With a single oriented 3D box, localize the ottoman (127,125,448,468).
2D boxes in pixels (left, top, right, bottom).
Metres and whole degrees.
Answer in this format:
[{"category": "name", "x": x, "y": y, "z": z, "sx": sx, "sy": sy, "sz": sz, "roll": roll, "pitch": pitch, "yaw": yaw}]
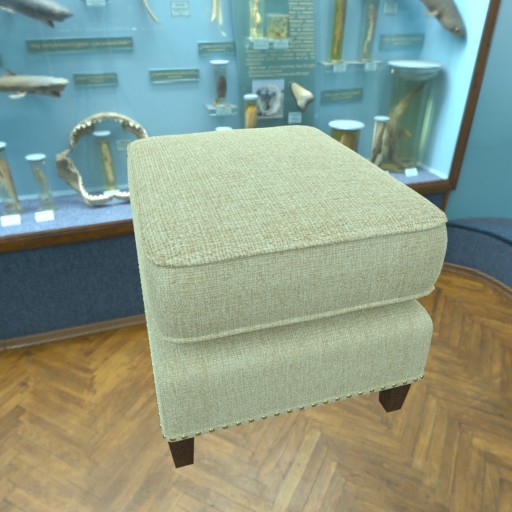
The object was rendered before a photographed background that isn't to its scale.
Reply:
[{"category": "ottoman", "x": 0.000, "y": 0.000, "z": 1.131, "sx": 0.589, "sy": 0.537, "sz": 0.738, "roll": -9, "pitch": 32, "yaw": -14}]
